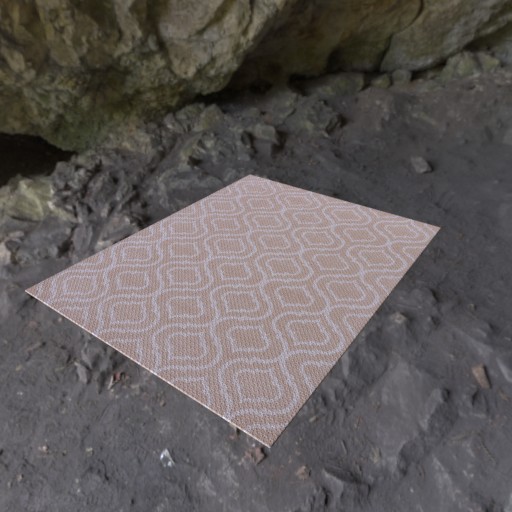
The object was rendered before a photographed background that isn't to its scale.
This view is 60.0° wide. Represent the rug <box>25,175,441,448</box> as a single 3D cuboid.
[{"bbox_3d":[0.000,0.000,3.827,2.286,0.013,2.894,21,38,30],"label":"rug"}]
